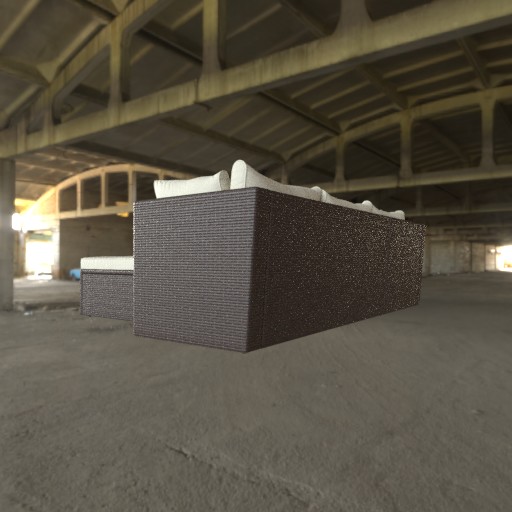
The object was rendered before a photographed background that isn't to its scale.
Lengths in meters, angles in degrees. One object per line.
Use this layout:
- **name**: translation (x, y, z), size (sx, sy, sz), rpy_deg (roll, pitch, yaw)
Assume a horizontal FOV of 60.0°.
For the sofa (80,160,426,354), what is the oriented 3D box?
- **sofa**: translation (0.000, 0.000, 2.970), size (1.612, 0.766, 2.192), rpy_deg (0, -1, 36)
